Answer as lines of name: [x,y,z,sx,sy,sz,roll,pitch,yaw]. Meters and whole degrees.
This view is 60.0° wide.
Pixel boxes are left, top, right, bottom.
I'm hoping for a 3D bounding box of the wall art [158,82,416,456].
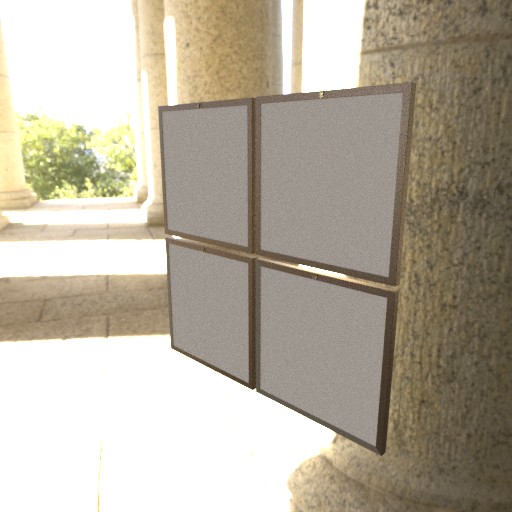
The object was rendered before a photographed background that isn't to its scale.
wall art: [0.000,0.000,1.524,1.032,1.032,0.030,13,19,42]
